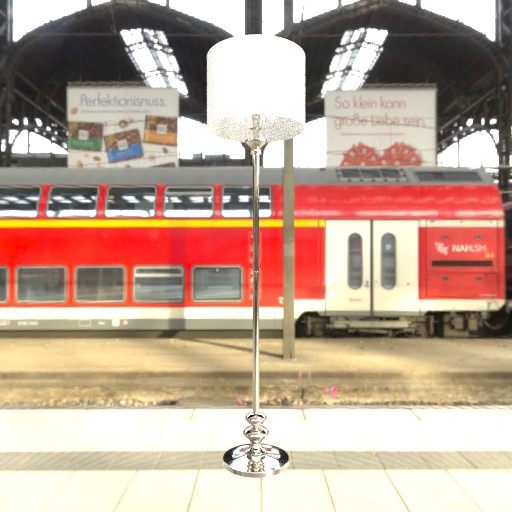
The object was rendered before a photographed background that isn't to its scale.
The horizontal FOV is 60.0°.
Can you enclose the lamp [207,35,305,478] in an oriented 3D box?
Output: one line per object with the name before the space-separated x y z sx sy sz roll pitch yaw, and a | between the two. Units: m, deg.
lamp | 0.000 0.000 1.611 0.356 1.487 0.356 0 -1 -2
